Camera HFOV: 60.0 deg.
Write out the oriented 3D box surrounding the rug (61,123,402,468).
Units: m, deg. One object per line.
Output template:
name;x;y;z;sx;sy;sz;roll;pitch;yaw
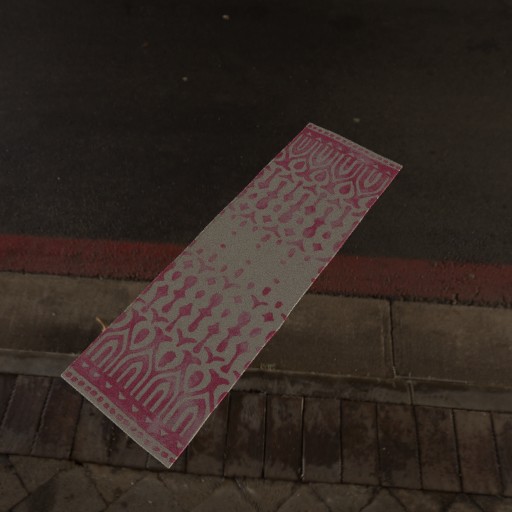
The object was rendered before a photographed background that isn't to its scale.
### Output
rug;0.000;0.000;2.765;0.787;0.011;2.458;32;64;18
